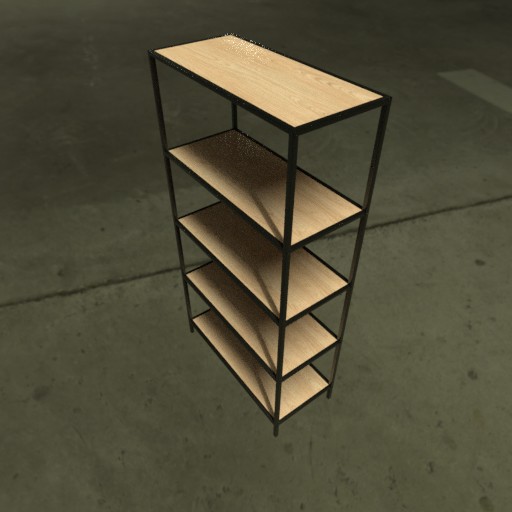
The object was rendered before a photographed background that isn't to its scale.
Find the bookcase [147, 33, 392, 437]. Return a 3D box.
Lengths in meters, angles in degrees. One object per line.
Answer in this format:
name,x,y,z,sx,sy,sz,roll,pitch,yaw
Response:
bookcase,0.000,0.000,1.845,0.350,1.500,0.770,-26,47,-27
